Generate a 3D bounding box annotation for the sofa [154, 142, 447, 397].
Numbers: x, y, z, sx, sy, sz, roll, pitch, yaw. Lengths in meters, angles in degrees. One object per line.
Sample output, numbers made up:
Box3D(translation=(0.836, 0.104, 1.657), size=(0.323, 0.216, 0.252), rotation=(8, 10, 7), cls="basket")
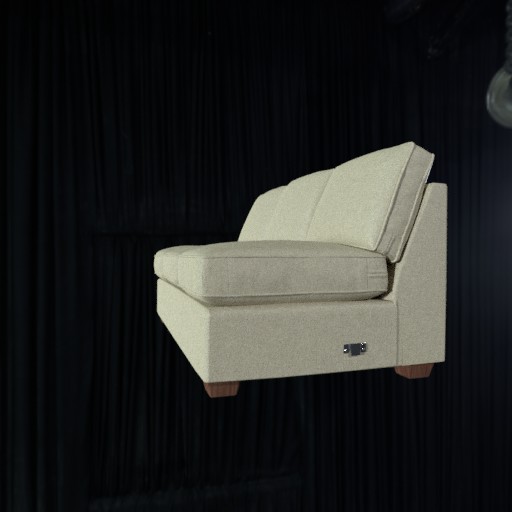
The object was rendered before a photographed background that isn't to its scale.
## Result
Box3D(translation=(0.000, 0.000, 2.558), size=(1.027, 0.973, 1.962), rotation=(0, 0, -17), cls="sofa")
